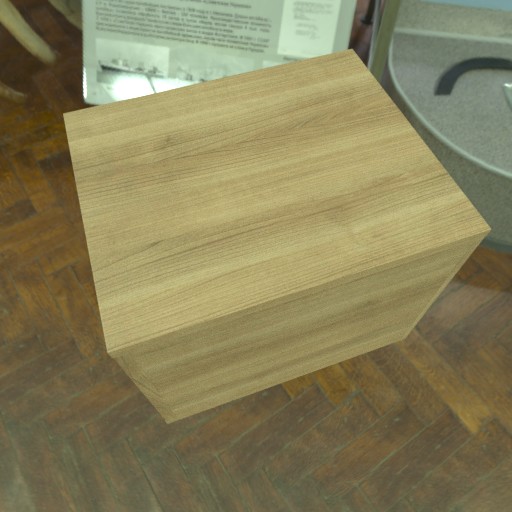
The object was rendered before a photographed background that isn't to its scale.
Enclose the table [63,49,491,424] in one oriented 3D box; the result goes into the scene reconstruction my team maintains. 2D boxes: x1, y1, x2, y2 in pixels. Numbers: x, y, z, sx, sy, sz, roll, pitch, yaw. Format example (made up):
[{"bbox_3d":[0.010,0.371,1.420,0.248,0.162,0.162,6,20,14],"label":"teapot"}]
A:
[{"bbox_3d":[0.000,0.000,0.764,0.445,0.460,0.380,-17,60,-10],"label":"table"}]
